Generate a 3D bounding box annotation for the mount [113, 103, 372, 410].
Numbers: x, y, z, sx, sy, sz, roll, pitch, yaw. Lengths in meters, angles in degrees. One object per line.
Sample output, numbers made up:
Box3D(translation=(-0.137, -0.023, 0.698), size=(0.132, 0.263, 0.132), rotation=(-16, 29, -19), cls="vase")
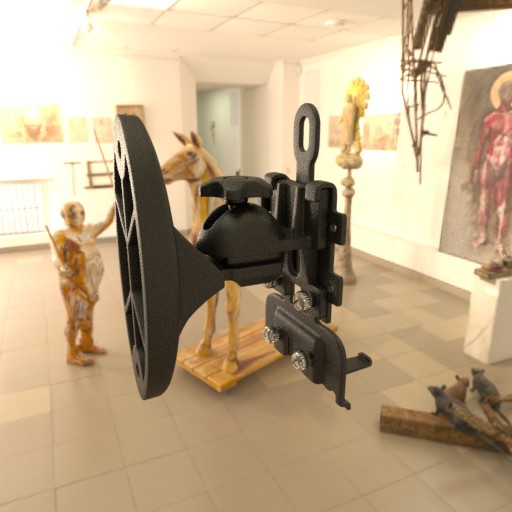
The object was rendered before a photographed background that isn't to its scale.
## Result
Box3D(translation=(0.000, 0.000, 0.179), size=(0.100, 0.118, 0.066), rotation=(-8, 18, -25), cls="mount")
